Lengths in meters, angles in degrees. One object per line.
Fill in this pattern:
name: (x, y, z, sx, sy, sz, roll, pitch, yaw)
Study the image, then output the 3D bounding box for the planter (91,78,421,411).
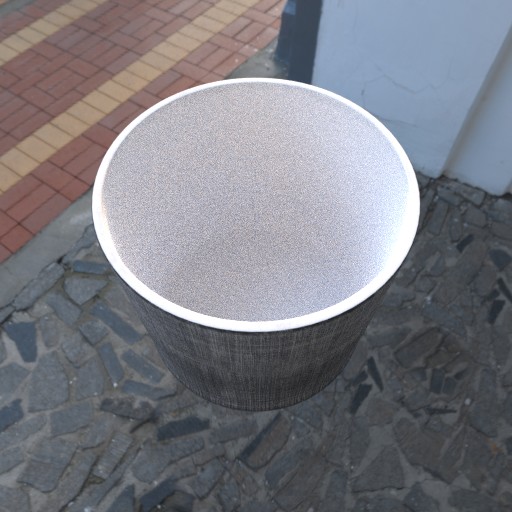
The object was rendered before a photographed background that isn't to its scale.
planter: (0.000, 0.000, 0.310, 0.178, 0.157, 0.178, 0, 58, 0)
